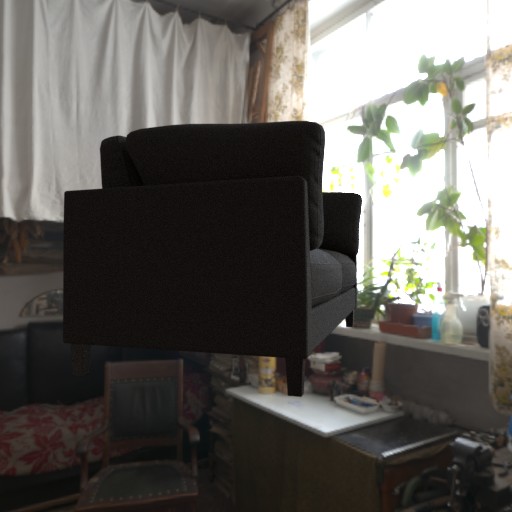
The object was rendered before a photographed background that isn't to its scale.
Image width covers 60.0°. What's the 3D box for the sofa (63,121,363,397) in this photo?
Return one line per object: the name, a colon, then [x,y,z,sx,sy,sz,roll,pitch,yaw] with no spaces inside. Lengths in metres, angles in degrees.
sofa: [0.000,0.000,2.313,0.969,0.920,1.751,0,-1,18]
